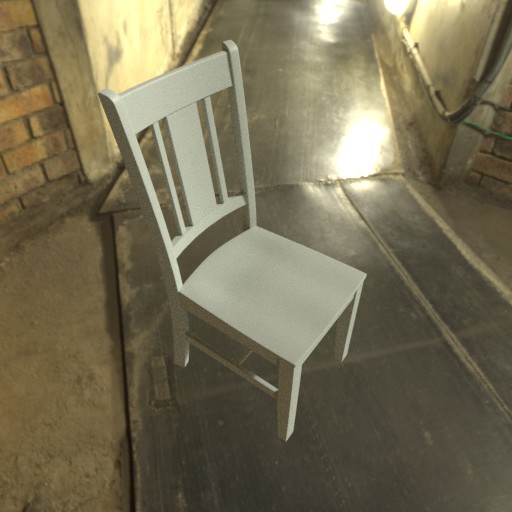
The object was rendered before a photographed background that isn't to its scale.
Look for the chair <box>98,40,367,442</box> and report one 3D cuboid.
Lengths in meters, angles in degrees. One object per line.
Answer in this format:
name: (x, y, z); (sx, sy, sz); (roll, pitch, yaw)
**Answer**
chair: (0.000, 0.000, 1.302); (0.555, 0.998, 0.450); (26, 49, 26)
